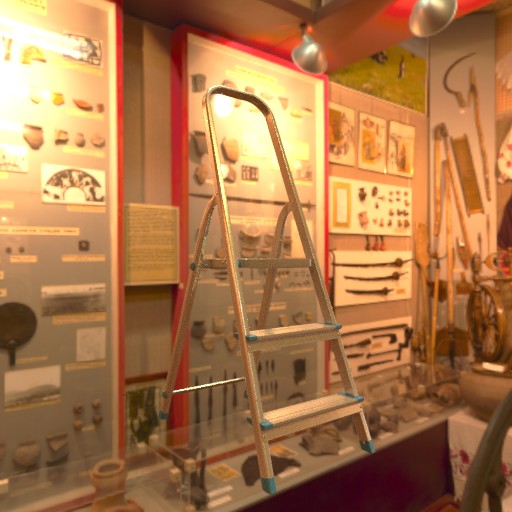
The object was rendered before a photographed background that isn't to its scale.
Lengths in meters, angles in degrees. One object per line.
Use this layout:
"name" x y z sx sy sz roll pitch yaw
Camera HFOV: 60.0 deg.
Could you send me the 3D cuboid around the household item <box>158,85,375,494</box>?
"household item" 0.000 0.000 1.525 0.420 1.215 0.687 0 0 -37
